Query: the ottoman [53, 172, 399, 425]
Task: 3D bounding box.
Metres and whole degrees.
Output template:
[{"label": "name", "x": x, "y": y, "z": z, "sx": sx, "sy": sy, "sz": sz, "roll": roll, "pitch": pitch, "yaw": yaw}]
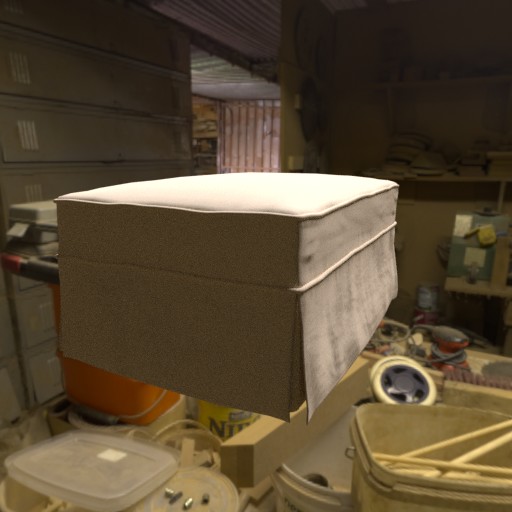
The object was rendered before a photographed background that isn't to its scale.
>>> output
[{"label": "ottoman", "x": 0.000, "y": 0.000, "z": 1.328, "sx": 0.703, "sy": 0.479, "sz": 0.944, "roll": 7, "pitch": 15, "yaw": 27}]
